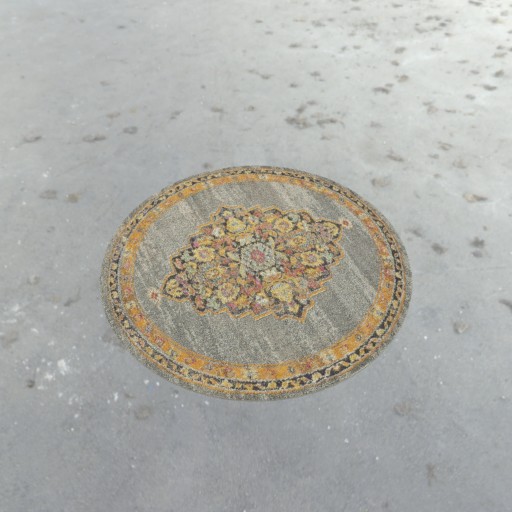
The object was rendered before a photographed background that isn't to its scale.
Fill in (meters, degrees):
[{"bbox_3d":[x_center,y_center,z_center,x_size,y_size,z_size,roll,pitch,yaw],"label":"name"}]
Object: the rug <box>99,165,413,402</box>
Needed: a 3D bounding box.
[{"bbox_3d":[0.000,0.000,3.467,2.382,0.014,2.382,0,47,0],"label":"rug"}]
